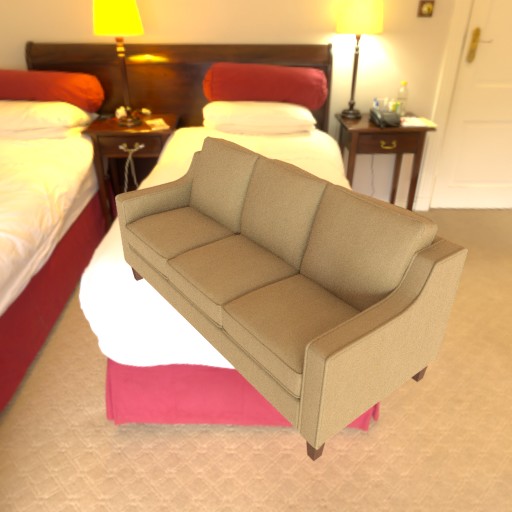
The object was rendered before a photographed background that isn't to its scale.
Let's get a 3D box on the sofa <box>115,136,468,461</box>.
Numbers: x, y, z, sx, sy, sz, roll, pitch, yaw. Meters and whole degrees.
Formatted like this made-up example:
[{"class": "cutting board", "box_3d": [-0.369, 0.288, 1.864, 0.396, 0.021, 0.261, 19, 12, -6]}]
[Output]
[{"class": "sofa", "box_3d": [0.000, 0.000, 2.612, 0.911, 0.974, 1.986, -21, 36, -32]}]
